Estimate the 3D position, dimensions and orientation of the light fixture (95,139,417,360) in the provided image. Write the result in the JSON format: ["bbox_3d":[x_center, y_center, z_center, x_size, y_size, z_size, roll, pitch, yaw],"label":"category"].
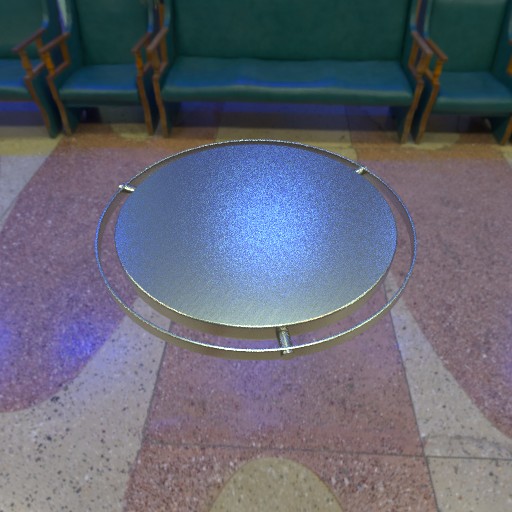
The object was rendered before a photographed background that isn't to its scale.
[{"bbox_3d":[0.000,0.000,0.554,0.361,0.130,0.361,0,44,0],"label":"light fixture"}]
